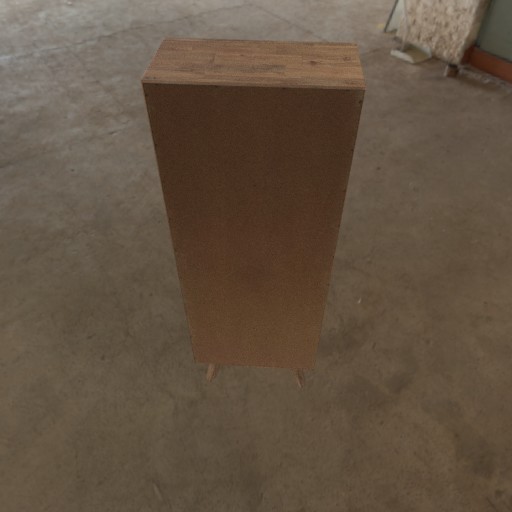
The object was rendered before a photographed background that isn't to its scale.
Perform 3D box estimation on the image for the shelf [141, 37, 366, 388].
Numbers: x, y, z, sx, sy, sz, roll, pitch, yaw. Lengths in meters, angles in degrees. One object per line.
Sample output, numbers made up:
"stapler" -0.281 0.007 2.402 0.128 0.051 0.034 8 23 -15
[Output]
"shelf" 0.000 0.000 1.532 0.491 1.342 0.267 3 46 3
